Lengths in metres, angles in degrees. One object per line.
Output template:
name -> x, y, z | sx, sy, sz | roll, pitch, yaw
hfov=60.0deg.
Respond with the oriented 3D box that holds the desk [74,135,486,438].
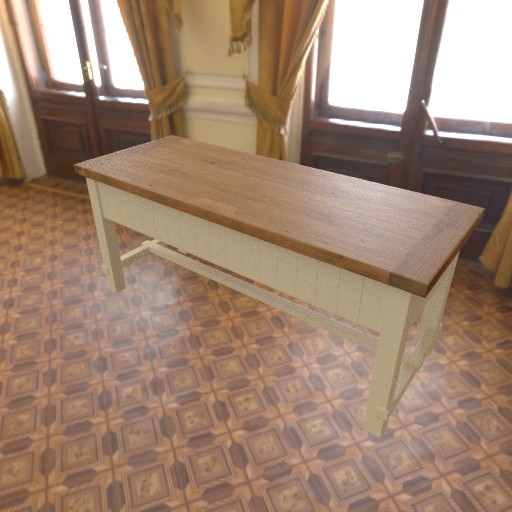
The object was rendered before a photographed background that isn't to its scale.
desk -> 0.000, 0.000, 2.216 | 1.803, 0.762, 0.688 | 21, 36, 31
